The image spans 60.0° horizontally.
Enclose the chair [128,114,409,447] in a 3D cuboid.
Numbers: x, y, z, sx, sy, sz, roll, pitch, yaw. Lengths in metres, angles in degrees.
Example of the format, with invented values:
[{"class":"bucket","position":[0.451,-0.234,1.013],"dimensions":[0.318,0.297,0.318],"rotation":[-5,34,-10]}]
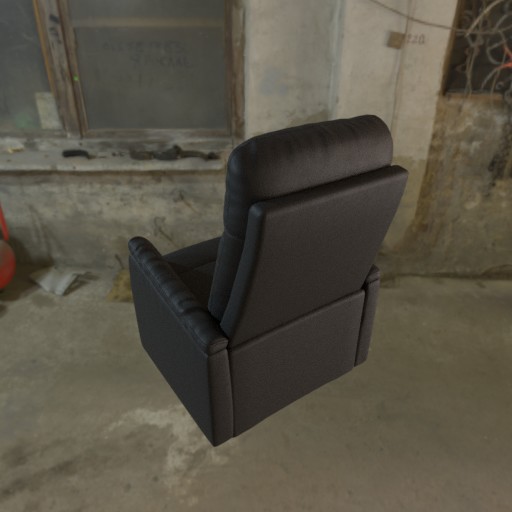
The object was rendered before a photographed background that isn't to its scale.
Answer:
[{"class":"chair","position":[0.000,0.000,1.671],"dimensions":[0.775,1.082,0.831],"rotation":[-19,35,-30]}]
